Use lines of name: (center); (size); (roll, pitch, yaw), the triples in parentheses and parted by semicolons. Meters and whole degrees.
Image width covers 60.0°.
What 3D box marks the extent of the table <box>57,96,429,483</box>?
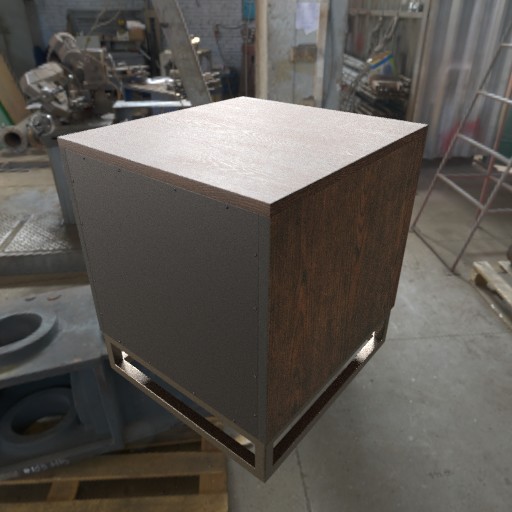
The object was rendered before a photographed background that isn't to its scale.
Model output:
table: (0.000, 0.000, 1.027); (0.506, 0.582, 0.566); (22, 36, 33)
